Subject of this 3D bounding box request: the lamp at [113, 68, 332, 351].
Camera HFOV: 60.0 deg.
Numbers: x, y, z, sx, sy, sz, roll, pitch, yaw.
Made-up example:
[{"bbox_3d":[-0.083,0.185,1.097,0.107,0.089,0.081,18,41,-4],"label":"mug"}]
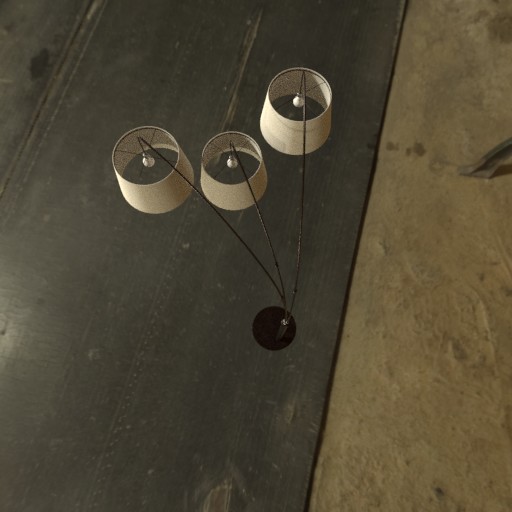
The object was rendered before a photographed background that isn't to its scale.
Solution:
[{"bbox_3d":[0.000,0.000,2.426,0.951,1.950,0.924,-23,75,-7],"label":"lamp"}]
